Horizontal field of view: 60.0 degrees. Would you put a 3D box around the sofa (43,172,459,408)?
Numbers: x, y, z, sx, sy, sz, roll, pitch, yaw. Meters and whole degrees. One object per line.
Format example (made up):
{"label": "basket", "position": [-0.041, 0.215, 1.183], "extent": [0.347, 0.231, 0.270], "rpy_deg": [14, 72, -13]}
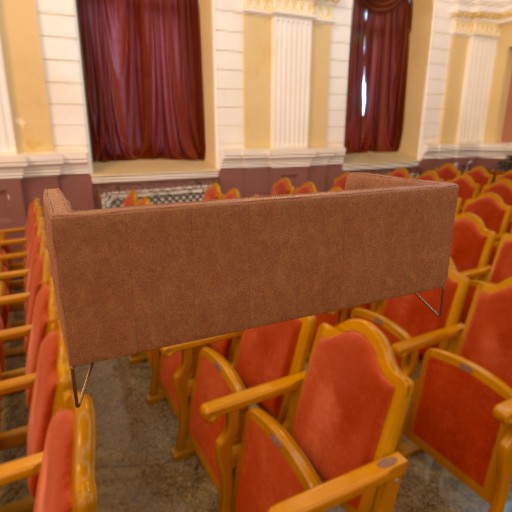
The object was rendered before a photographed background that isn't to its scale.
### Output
{"label": "sofa", "position": [0.000, 0.000, 2.478], "extent": [2.079, 0.798, 0.912], "rpy_deg": [-8, 18, -25]}
